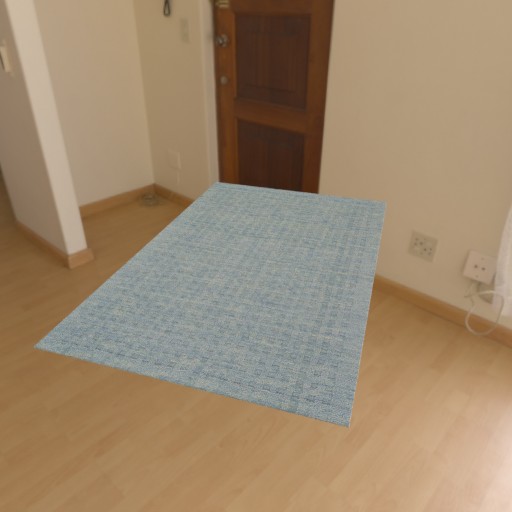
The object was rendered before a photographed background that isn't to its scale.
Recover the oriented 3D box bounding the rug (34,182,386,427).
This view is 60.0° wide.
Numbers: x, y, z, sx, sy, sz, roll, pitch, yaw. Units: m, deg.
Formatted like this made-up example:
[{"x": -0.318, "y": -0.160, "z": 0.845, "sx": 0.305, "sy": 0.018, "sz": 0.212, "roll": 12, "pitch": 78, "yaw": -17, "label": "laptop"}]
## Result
[{"x": 0.000, "y": 0.000, "z": 2.187, "sx": 1.142, "sy": 0.006, "sz": 1.752, "roll": 9, "pitch": 31, "yaw": 15, "label": "rug"}]
